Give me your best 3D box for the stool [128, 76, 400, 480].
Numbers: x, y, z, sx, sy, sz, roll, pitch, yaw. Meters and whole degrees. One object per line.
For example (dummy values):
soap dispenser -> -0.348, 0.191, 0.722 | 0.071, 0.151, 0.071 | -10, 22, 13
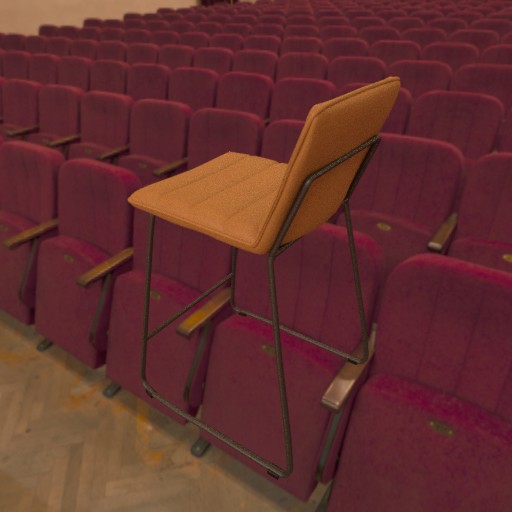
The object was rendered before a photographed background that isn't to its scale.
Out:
stool -> 0.000, 0.000, 1.135 | 0.524, 0.866, 0.489 | 19, 36, 29
